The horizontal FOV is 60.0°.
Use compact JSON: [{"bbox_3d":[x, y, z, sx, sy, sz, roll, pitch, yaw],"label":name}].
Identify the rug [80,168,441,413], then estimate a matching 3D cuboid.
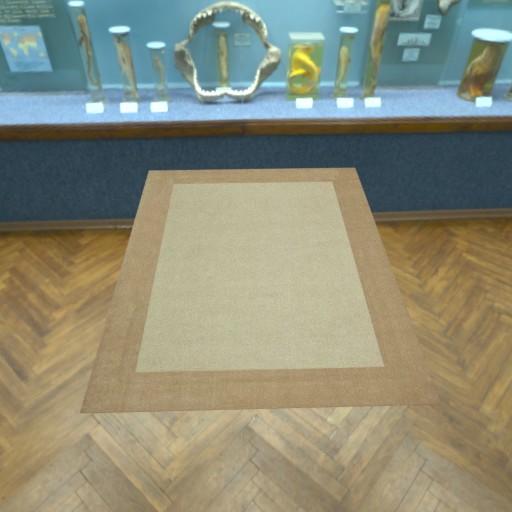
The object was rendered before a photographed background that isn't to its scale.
[{"bbox_3d":[0.000,0.000,4.108,2.438,0.014,3.048,-1,42,-1],"label":"rug"}]
